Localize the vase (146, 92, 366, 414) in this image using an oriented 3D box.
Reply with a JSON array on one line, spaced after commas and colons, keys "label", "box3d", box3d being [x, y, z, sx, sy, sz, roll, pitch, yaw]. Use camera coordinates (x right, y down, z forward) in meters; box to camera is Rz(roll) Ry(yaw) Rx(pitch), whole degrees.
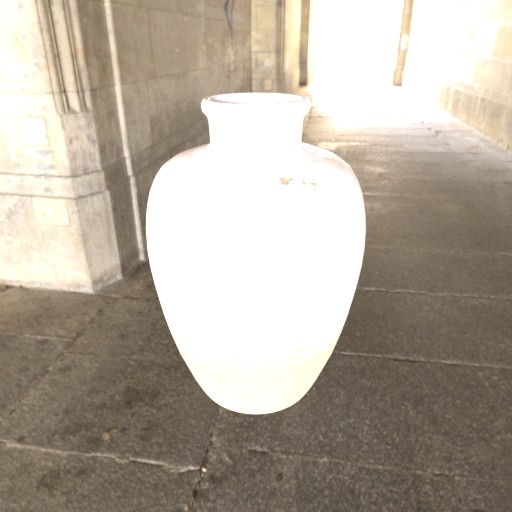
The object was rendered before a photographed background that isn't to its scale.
[{"label": "vase", "box3d": [0.000, 0.000, 0.338, 0.158, 0.228, 0.158, 0, 26, 0]}]
